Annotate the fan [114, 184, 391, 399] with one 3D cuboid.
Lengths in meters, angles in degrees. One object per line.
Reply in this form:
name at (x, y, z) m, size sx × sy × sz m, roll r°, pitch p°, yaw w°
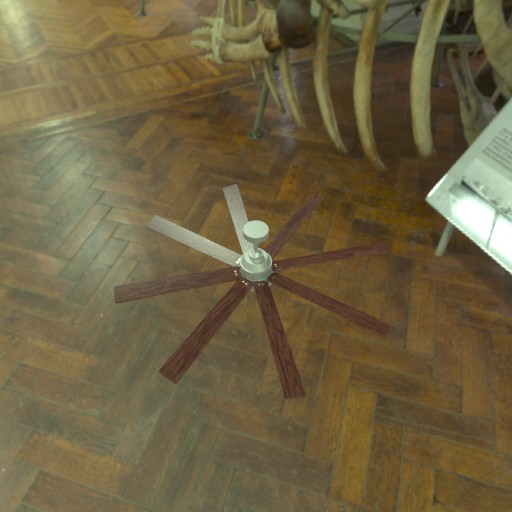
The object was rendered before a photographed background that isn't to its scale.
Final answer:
fan at (0.000, 0.000, 2.833) m, size 1.830 × 0.472 × 1.830 m, roll 24°, pitch 51°, yaw 21°
